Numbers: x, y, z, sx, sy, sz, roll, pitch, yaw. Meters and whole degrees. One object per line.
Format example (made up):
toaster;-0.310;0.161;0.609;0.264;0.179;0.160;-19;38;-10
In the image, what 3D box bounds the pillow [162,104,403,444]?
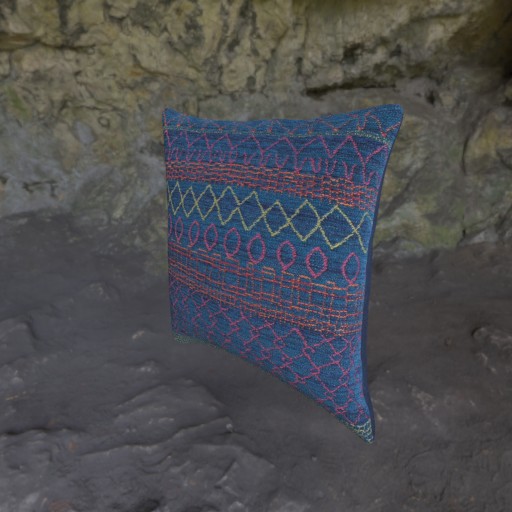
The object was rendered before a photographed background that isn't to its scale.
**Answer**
pillow;0.000;0.000;0.664;0.431;0.431;0.141;15;22;42
